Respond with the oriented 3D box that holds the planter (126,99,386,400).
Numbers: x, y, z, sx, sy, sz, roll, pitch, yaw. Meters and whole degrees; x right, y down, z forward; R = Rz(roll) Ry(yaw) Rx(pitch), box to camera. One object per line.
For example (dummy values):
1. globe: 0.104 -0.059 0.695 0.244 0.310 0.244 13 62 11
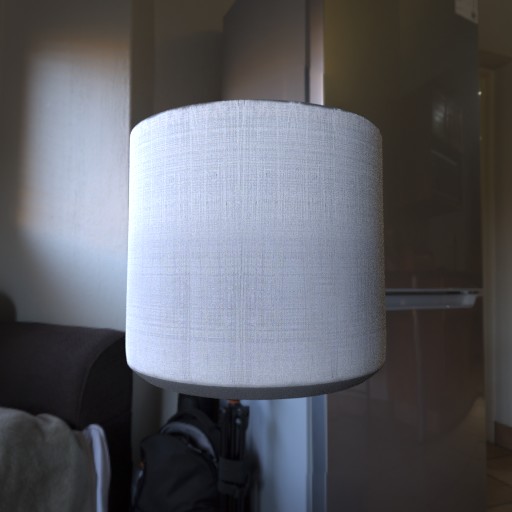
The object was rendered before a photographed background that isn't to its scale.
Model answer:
1. planter: 0.000 0.000 0.394 0.221 0.201 0.221 0 -2 0
